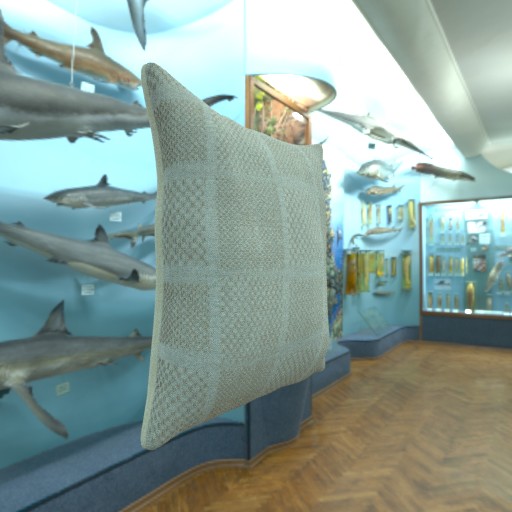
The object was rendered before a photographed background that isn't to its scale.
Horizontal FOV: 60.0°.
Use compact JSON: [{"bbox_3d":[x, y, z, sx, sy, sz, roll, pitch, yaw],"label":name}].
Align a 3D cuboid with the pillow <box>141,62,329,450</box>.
[{"bbox_3d":[0.000,0.000,0.670,0.138,0.432,0.436,0,-1,34],"label":"pillow"}]
